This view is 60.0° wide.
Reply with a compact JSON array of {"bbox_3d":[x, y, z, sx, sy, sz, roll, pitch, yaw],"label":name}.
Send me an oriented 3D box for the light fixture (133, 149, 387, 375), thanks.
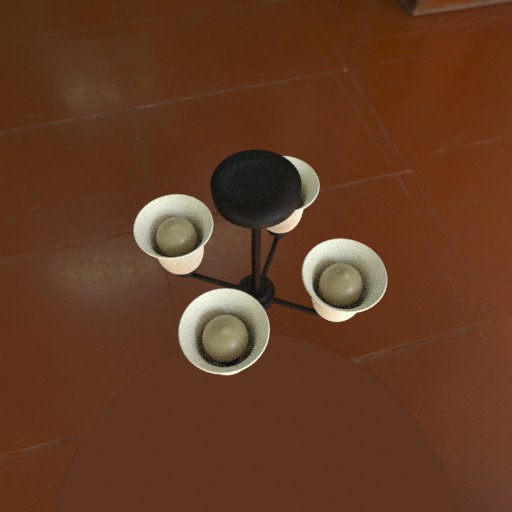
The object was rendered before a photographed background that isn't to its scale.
[{"bbox_3d":[0.000,0.000,1.854,1.069,0.925,1.069,16,60,10],"label":"light fixture"}]
